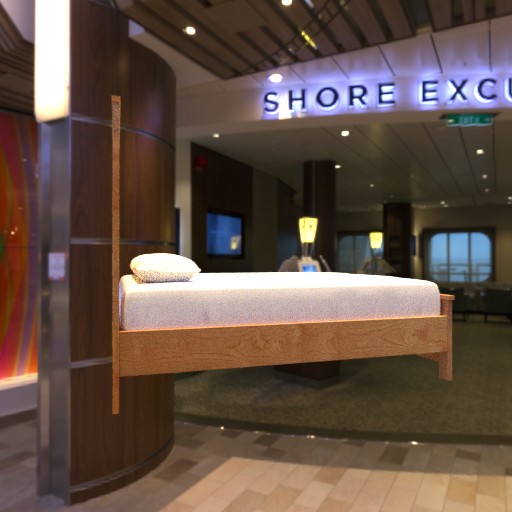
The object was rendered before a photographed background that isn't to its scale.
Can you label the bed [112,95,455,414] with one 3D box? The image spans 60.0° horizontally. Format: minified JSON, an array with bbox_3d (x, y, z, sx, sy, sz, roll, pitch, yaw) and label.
[{"bbox_3d":[0.000,0.000,4.120,2.530,1.938,2.225,0,0,-17],"label":"bed"}]
